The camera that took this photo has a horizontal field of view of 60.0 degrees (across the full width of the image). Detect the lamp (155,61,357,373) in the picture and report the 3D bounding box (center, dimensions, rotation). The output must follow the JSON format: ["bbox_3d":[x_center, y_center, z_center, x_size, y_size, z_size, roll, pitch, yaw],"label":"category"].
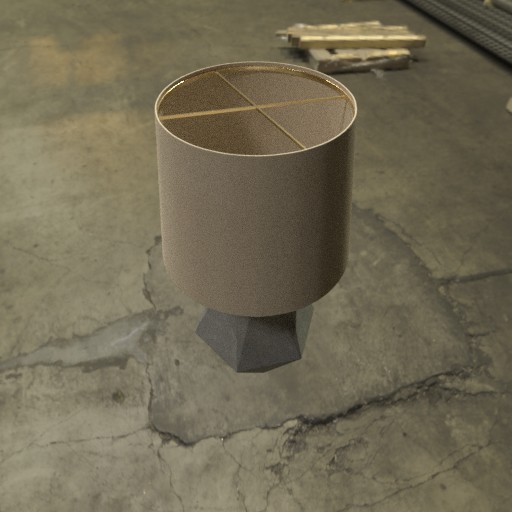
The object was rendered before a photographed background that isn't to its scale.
[{"bbox_3d":[0.000,0.000,0.684,0.276,0.501,0.276,0,45,0],"label":"lamp"}]
